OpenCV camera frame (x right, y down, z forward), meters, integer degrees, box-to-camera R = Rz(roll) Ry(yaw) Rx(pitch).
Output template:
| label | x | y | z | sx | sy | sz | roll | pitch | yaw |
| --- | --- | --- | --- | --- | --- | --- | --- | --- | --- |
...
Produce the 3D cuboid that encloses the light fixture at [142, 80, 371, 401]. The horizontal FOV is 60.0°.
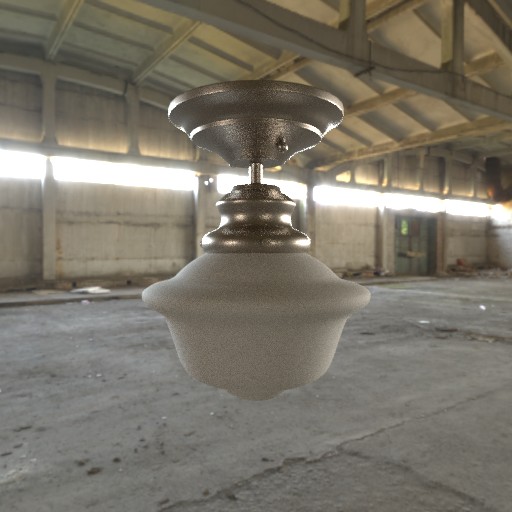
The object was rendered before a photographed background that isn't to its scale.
| label | x | y | z | sx | sy | sz | roll | pitch | yaw |
| --- | --- | --- | --- | --- | --- | --- | --- | --- | --- |
| light fixture | 0.000 | 0.000 | 0.394 | 0.199 | 0.254 | 0.199 | 0 | 0 | 0 |
